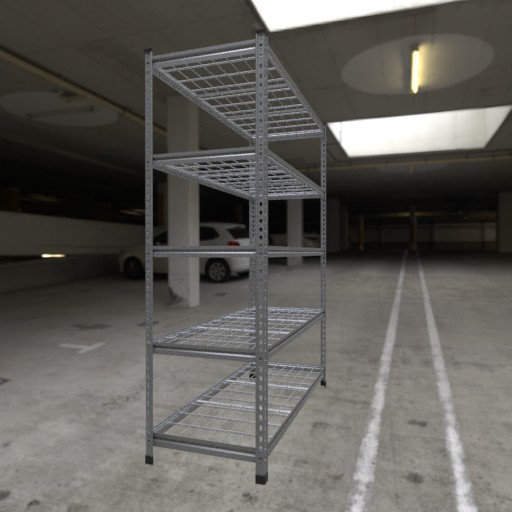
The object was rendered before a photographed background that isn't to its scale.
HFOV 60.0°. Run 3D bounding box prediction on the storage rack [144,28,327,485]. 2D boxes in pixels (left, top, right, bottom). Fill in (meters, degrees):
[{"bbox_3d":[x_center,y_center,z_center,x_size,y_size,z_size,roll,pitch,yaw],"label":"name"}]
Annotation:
[{"bbox_3d":[0.000,0.000,2.738,0.610,1.981,1.524,0,1,19],"label":"storage rack"}]
